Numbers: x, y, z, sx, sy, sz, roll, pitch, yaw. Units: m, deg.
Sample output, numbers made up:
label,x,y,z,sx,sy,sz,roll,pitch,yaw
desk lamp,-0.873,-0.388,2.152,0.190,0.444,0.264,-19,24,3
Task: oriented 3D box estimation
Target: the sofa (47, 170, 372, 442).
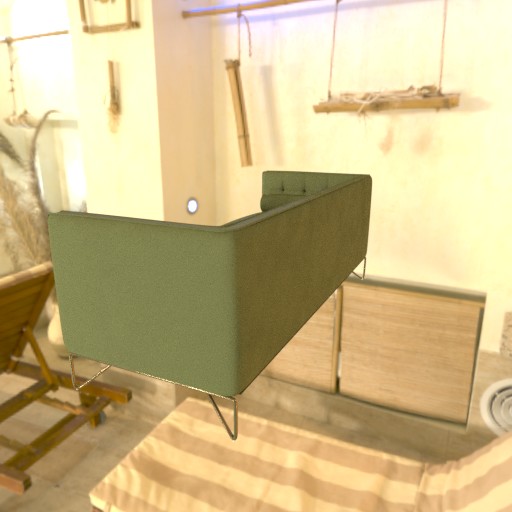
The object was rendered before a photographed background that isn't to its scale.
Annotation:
label,x,y,z,sx,sy,sz,roll,pitch,yaw
sofa,0.000,0.000,2.546,0.867,0.789,2.087,8,18,25
